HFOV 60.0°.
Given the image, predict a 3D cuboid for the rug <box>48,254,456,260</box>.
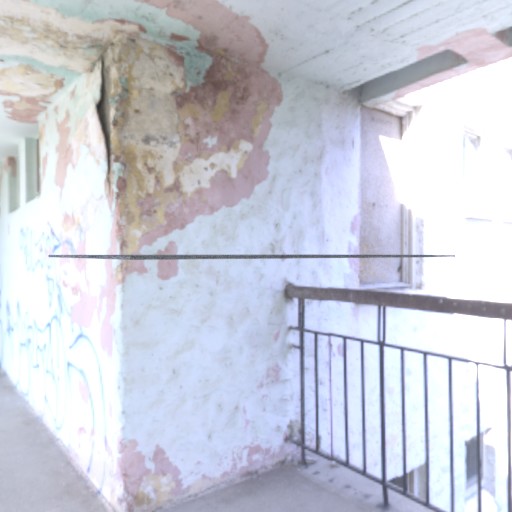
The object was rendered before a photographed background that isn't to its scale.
[{"bbox_3d":[0.000,0.000,2.373,1.819,0.012,1.208,0,0,-36],"label":"rug"}]
